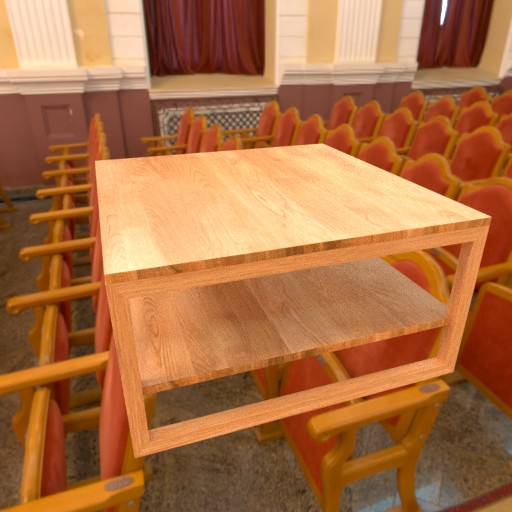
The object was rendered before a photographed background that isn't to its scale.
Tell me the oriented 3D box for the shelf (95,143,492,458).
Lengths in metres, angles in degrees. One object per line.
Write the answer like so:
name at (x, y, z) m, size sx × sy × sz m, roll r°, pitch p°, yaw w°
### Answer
shelf at (0.000, 0.000, 1.427) m, size 0.899 × 0.480 × 0.899 m, roll -9°, pitch 27°, yaw -17°
